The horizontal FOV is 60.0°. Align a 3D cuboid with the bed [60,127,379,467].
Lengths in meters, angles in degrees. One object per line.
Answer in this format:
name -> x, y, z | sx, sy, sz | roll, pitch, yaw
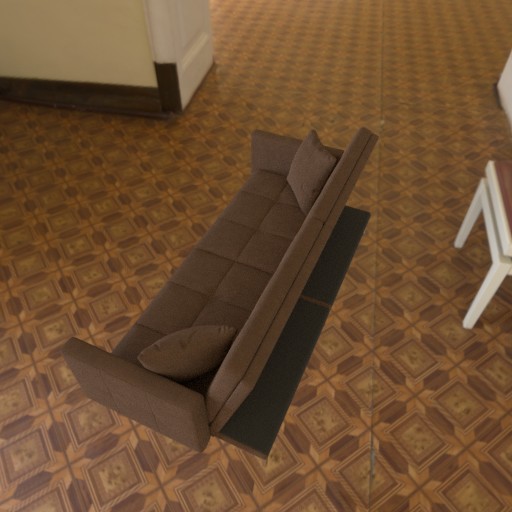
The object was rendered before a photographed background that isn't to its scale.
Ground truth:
bed -> 0.000, 0.000, 2.364 | 0.889, 0.787, 1.905 | 18, 49, 17
